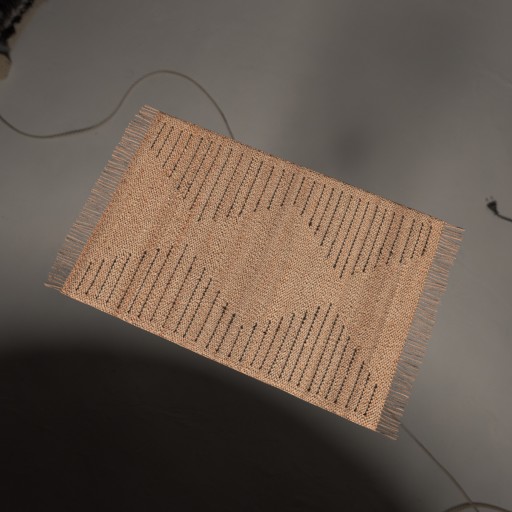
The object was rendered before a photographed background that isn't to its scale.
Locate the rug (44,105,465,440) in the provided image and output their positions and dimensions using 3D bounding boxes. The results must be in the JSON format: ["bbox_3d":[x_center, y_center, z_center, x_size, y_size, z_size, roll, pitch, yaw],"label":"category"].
[{"bbox_3d":[0.000,0.000,2.487,2.085,0.027,1.224,22,77,5],"label":"rug"}]
